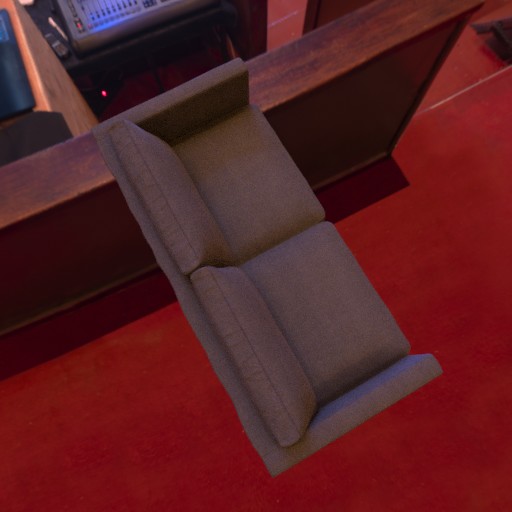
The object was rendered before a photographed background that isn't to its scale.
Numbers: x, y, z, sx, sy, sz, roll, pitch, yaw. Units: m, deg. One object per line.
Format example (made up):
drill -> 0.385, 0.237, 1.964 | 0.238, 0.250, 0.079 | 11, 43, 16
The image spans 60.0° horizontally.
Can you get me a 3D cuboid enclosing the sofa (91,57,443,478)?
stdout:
sofa -> 0.000, 0.000, 2.465 | 0.953, 0.855, 1.982 | -29, 77, -7
